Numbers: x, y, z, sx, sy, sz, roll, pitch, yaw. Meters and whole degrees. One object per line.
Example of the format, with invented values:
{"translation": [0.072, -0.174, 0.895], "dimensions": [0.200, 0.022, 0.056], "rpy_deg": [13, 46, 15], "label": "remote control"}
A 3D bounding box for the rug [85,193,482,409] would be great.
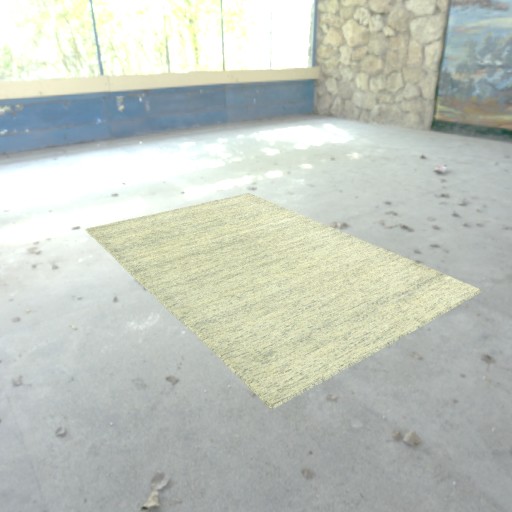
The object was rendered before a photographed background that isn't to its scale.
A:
{"translation": [0.000, 0.000, 2.371], "dimensions": [1.243, 0.014, 1.846], "rpy_deg": [-18, 31, -32], "label": "rug"}
